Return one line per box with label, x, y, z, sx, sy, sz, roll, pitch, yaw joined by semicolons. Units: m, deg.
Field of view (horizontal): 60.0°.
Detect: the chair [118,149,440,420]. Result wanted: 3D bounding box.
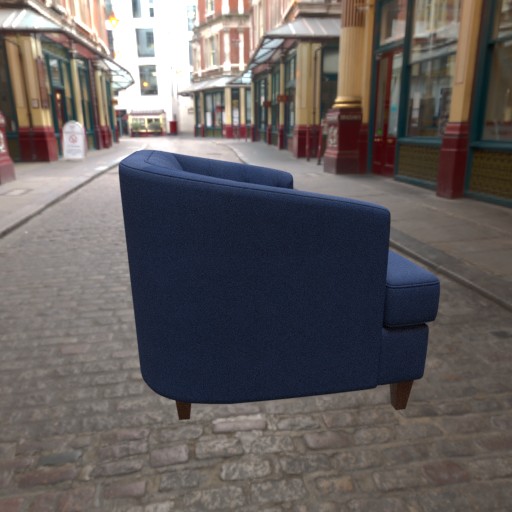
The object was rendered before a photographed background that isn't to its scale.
chair;0.000;0.000;1.731;0.914;0.787;1.118;-3;16;-10
